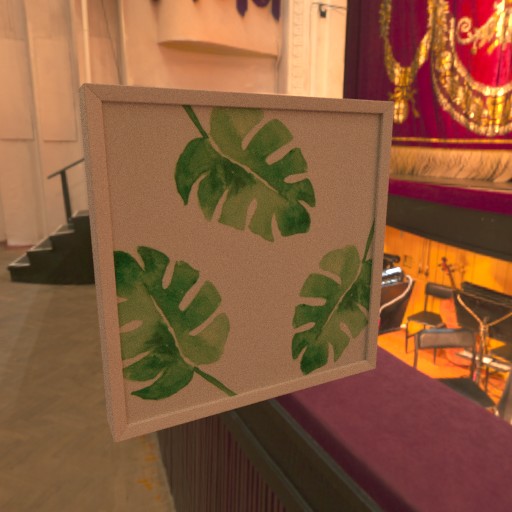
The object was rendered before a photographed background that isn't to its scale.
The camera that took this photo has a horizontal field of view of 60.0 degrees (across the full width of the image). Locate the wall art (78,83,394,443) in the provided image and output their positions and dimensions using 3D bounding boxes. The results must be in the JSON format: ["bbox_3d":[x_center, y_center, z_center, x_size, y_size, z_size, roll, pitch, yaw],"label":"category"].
[{"bbox_3d":[0.000,0.000,0.446,0.305,0.305,0.038,-7,15,-26],"label":"wall art"}]
